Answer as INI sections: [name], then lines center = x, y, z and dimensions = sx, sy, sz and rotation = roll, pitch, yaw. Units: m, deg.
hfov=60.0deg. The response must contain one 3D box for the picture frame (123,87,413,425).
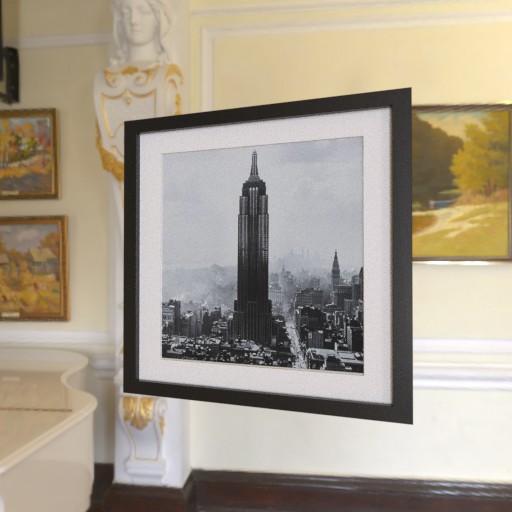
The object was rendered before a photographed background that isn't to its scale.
[picture frame]
center = 0.000, 0.000, 0.533
dimensions = 0.355, 0.353, 0.029
rotation = 0, -1, 19
